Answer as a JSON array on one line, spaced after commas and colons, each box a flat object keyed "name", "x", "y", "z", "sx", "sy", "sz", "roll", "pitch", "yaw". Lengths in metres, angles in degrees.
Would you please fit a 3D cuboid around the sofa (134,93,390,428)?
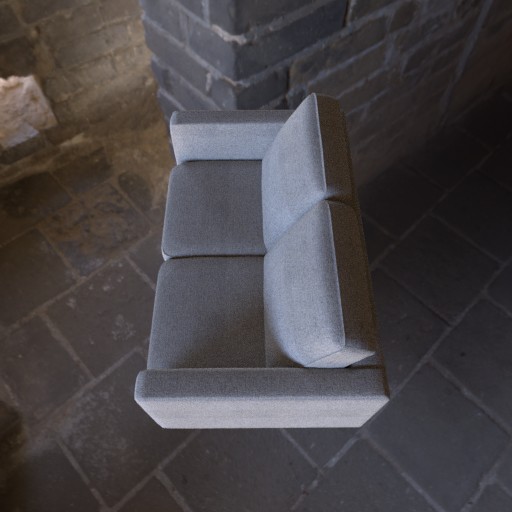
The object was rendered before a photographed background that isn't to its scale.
[{"name": "sofa", "x": 0.000, "y": 0.000, "z": 2.209, "sx": 0.969, "sy": 0.973, "sz": 1.527, "roll": 0, "pitch": 59, "yaw": 0}]
